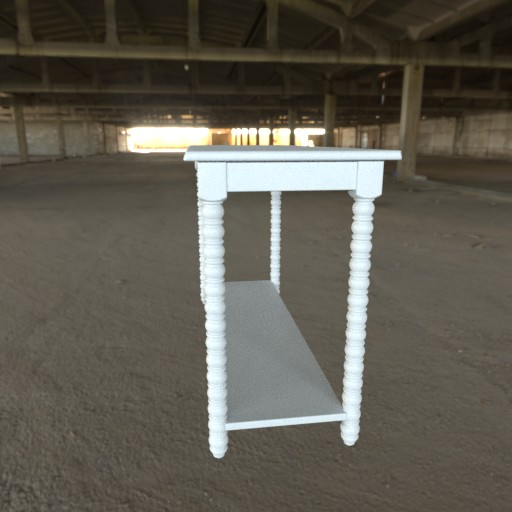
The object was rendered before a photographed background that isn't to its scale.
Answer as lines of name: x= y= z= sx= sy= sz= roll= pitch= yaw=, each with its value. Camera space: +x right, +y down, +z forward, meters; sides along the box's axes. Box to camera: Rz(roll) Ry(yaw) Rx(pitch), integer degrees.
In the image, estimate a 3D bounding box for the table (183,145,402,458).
table: x=0.000 y=0.000 z=1.547 sx=0.459 sy=0.740 sz=1.184 roll=-2 pitch=15 yaw=-8
